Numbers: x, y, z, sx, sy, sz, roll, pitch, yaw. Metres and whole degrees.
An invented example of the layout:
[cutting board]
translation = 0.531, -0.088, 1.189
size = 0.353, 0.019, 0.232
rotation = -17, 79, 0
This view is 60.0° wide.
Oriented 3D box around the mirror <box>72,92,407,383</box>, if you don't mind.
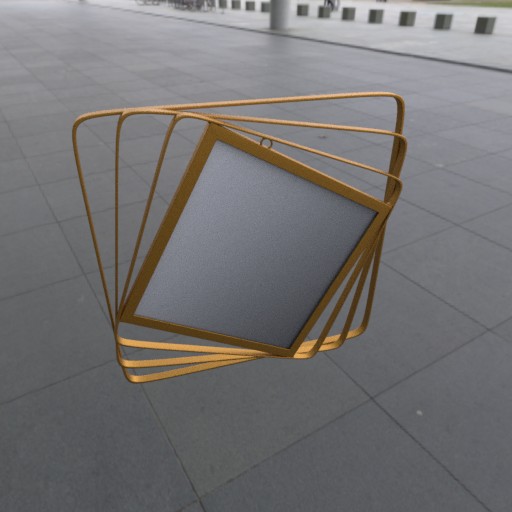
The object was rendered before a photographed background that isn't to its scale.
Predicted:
[mirror]
translation = 0.000, 0.000, 0.695
size = 0.470, 0.468, 0.045
rotation = -9, 33, -14
